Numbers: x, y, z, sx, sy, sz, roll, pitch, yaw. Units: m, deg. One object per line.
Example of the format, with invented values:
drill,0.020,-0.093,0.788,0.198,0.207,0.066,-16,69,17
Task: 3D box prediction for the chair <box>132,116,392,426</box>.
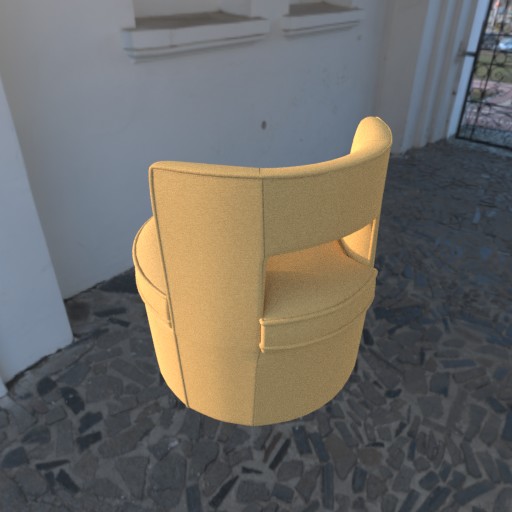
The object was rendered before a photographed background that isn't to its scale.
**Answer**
chair,0.000,0.000,1.222,0.650,0.723,0.665,-20,37,-29
